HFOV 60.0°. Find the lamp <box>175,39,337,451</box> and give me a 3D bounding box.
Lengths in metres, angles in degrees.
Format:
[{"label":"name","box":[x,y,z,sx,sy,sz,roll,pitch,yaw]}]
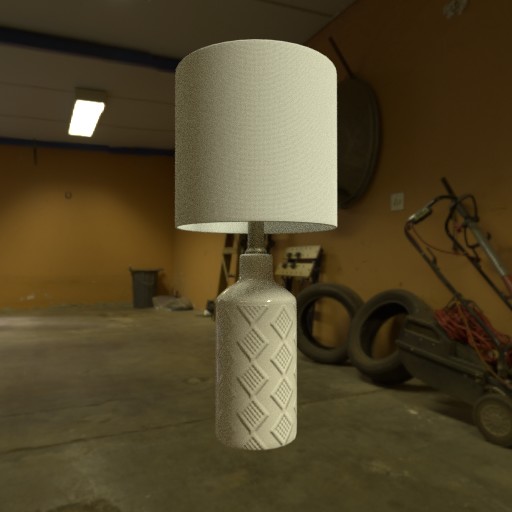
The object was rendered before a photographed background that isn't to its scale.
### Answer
[{"label":"lamp","box":[0.000,0.000,0.574,0.207,0.461,0.207,0,-1,19]}]
